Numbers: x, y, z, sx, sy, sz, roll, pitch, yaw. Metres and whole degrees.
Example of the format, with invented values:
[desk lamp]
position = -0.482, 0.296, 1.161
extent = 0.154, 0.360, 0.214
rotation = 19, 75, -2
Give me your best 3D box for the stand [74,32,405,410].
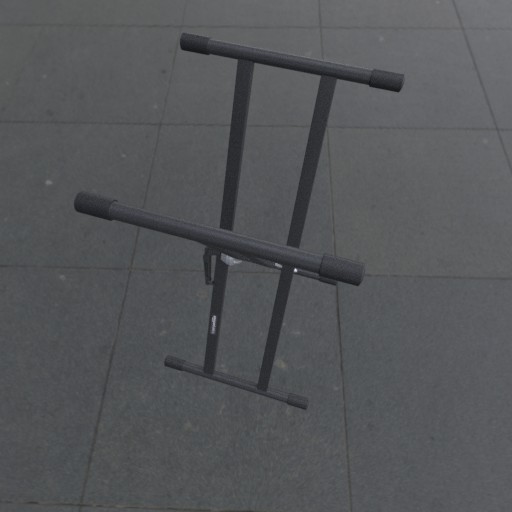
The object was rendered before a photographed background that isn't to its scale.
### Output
[stand]
position = 0.000, 0.000, 1.198
extent = 0.495, 0.900, 0.503
rotation = 15, 60, 9
